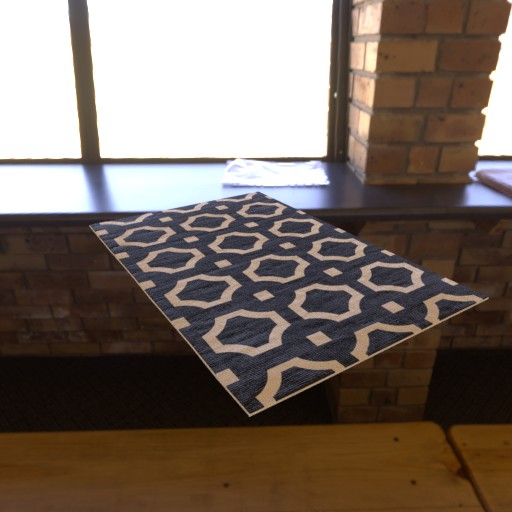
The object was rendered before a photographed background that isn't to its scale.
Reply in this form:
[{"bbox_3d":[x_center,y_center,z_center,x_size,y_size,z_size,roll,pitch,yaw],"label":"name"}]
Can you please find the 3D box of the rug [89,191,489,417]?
[{"bbox_3d":[0.000,0.000,2.904,1.555,0.016,2.286,-16,30,-30],"label":"rug"}]
